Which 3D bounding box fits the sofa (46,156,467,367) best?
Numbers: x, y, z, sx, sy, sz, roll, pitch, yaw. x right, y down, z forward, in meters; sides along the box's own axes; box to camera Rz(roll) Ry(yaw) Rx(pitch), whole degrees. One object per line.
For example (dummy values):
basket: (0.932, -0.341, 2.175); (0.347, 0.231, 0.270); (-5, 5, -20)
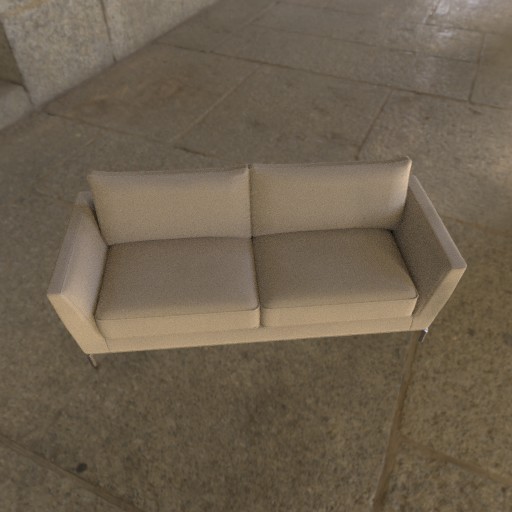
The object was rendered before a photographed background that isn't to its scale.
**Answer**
sofa: (0.000, 0.000, 2.755); (2.214, 1.005, 0.868); (-4, 46, -3)
